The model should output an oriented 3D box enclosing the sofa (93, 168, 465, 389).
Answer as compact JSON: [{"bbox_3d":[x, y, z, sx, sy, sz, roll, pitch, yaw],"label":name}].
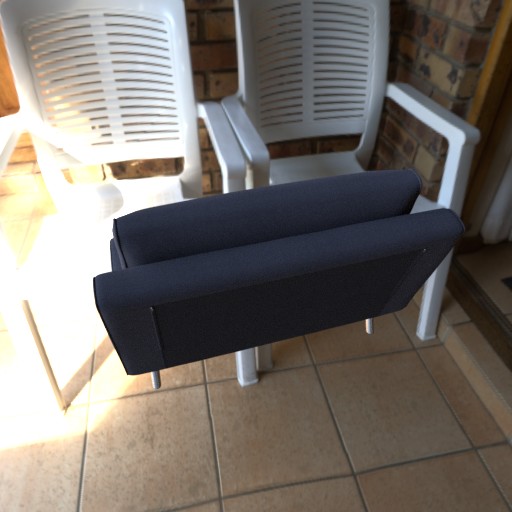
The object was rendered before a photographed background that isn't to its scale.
[{"bbox_3d":[0.000,0.000,1.889,1.220,0.910,0.910,-11,41,-13],"label":"sofa"}]
